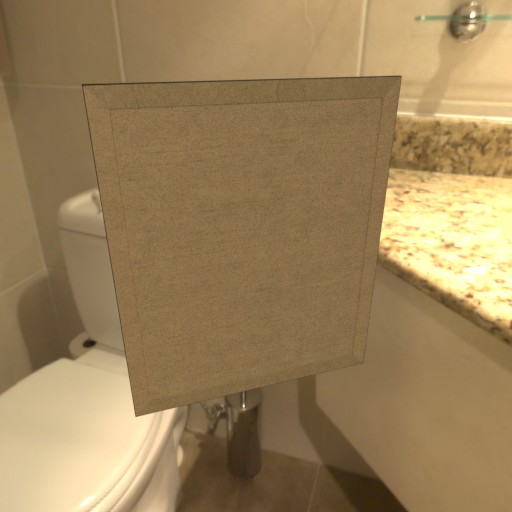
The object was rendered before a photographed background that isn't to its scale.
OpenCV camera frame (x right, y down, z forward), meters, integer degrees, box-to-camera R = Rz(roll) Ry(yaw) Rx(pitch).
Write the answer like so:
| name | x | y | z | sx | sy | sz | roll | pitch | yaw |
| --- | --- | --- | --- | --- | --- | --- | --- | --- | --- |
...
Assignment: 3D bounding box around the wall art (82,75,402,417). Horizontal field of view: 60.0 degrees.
| name | x | y | z | sx | sy | sz | roll | pitch | yaw |
| --- | --- | --- | --- | --- | --- | --- | --- | --- | --- |
| wall art | 0.000 | 0.000 | 0.614 | 0.381 | 0.457 | 0.023 | -8 | 27 | -17 |
